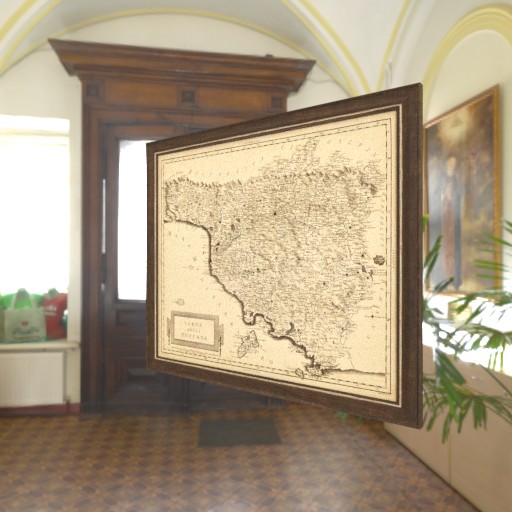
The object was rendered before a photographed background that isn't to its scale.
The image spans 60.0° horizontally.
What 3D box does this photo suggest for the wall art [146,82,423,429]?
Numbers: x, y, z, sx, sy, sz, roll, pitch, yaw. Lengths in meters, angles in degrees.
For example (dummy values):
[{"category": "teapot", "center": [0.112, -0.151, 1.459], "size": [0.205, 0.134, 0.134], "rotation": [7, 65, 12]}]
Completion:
[{"category": "wall art", "center": [0.000, 0.000, 1.425], "size": [1.033, 0.875, 0.023], "rotation": [0, 0, 35]}]
